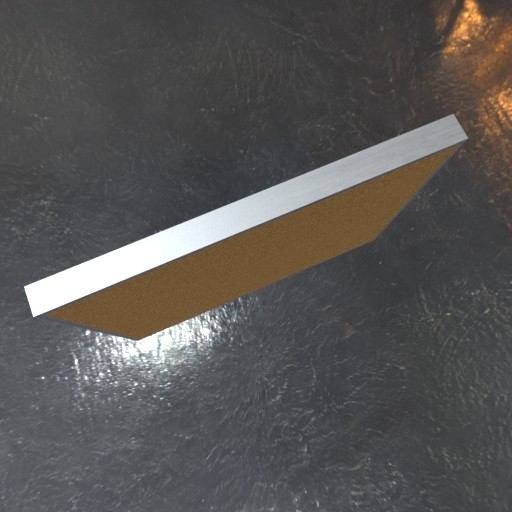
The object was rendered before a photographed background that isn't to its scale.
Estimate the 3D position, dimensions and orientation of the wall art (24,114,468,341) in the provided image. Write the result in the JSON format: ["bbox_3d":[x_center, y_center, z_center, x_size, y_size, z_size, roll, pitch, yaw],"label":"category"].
[{"bbox_3d":[0.000,0.000,0.745,0.557,0.450,0.037,-23,77,-6],"label":"wall art"}]
